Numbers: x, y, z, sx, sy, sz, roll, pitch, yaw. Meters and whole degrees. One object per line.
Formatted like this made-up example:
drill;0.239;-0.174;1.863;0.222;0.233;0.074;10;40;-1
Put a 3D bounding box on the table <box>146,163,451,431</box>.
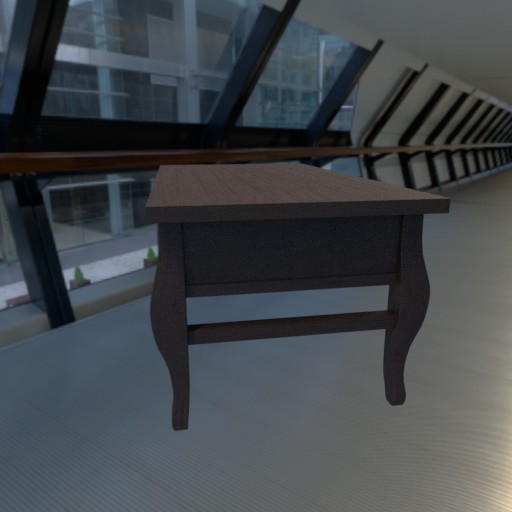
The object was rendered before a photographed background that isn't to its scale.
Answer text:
table;0.000;0.000;1.387;0.600;0.494;1.062;-3;16;-10
